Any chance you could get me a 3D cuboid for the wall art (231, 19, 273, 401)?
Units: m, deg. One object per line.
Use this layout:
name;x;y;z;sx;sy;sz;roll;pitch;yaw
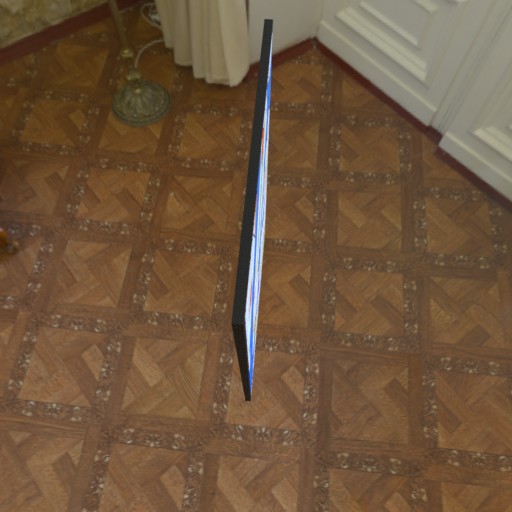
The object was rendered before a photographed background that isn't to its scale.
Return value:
wall art;0.000;0.000;0.852;0.013;0.660;0.460;4;65;2
